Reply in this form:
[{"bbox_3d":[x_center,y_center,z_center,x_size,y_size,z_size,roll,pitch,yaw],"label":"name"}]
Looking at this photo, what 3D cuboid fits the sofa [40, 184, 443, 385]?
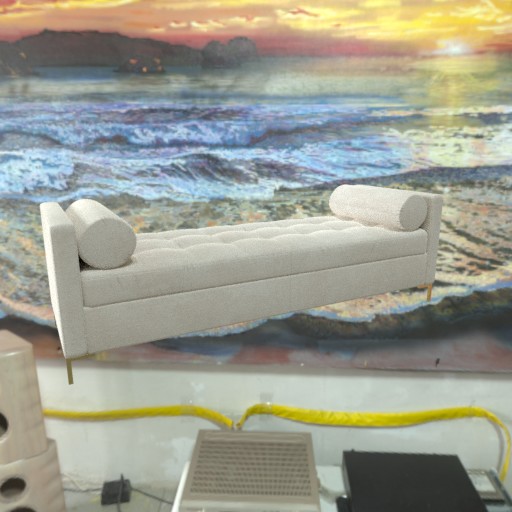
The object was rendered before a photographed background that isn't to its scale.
[{"bbox_3d":[0.000,0.000,2.345,1.981,0.635,0.686,-8,16,-27],"label":"sofa"}]
